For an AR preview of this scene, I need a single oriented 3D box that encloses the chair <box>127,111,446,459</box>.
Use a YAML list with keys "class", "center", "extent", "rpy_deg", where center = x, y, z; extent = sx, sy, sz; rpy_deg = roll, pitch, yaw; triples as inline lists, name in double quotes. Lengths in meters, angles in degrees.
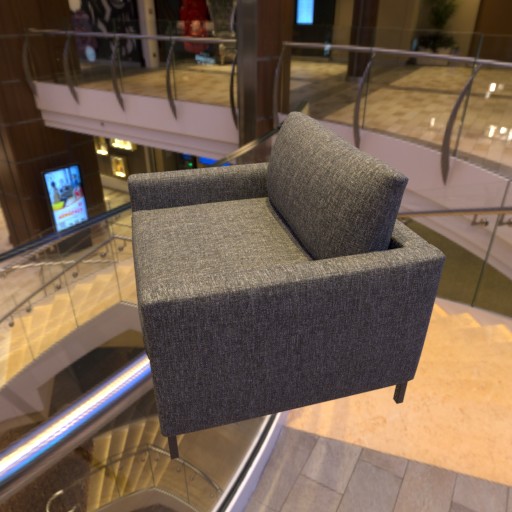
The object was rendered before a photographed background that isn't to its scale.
- class: "chair"
  center: [0.000, 0.000, 1.625]
  extent: [0.866, 0.861, 0.963]
  rpy_deg: [-8, 31, -14]
